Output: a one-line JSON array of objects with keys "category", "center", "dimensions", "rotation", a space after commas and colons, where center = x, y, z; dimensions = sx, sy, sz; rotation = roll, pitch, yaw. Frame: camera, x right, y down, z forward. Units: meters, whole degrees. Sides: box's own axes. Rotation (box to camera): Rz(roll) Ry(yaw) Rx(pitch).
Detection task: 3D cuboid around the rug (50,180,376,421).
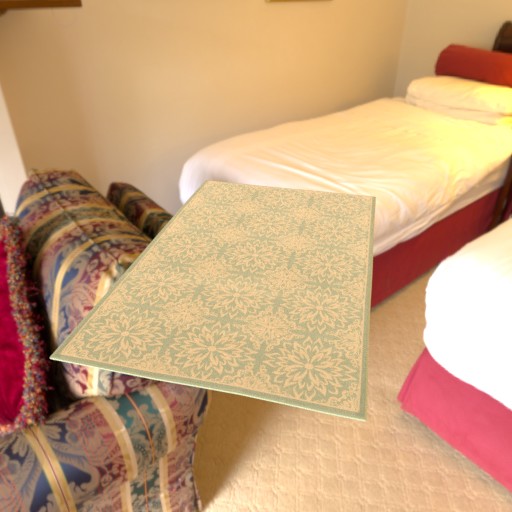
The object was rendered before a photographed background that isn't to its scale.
[{"category": "rug", "center": [0.000, 0.000, 3.534], "dimensions": [1.819, 0.018, 2.746], "rotation": [7, 33, 12]}]
